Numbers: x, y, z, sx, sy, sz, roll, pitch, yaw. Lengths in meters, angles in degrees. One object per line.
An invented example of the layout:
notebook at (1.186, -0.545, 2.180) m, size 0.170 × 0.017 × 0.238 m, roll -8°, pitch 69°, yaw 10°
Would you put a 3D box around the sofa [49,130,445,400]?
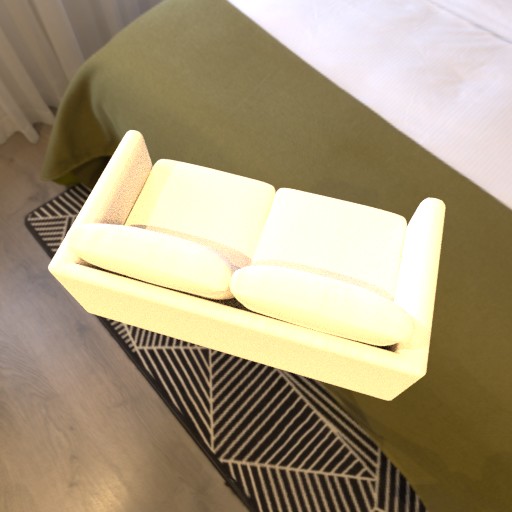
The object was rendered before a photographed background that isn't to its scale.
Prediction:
sofa at (0.000, 0.000, 2.318) m, size 1.713 × 0.893 × 0.940 m, roll 15°, pitch 63°, yaw 8°
